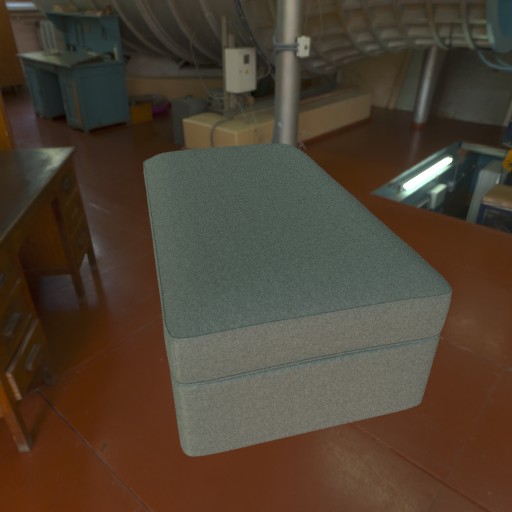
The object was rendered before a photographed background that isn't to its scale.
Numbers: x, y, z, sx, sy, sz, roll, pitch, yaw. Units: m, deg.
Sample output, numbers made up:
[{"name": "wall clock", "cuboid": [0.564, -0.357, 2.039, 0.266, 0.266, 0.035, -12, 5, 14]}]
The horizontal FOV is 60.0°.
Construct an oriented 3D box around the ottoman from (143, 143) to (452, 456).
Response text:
[{"name": "ottoman", "cuboid": [0.000, 0.000, 1.538, 0.681, 0.494, 1.173, -8, 32, -13]}]
